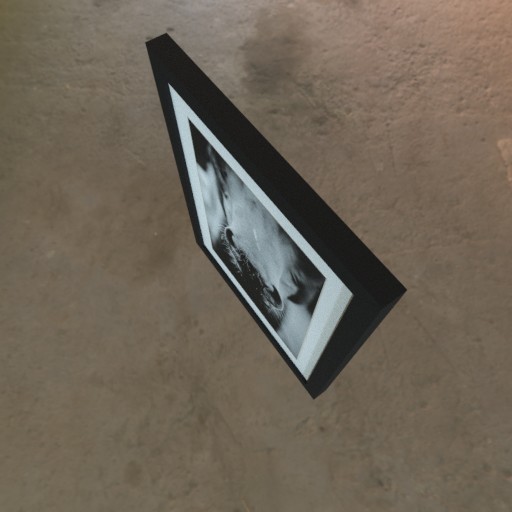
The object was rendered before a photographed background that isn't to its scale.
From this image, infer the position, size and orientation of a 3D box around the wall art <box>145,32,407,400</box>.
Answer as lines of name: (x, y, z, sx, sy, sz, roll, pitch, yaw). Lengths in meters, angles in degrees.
wall art: (0.000, 0.000, 0.546, 0.024, 0.404, 0.329, -33, 68, -15)
